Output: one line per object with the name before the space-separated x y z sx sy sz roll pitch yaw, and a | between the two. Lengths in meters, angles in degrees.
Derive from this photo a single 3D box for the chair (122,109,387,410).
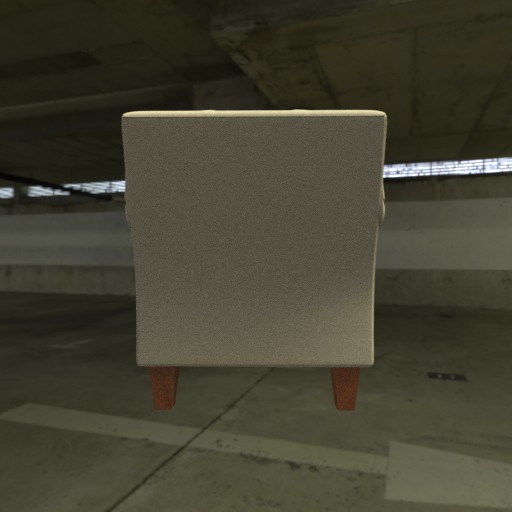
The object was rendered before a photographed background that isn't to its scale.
chair | 0.000 0.000 1.902 0.895 1.076 1.078 0 0 1
